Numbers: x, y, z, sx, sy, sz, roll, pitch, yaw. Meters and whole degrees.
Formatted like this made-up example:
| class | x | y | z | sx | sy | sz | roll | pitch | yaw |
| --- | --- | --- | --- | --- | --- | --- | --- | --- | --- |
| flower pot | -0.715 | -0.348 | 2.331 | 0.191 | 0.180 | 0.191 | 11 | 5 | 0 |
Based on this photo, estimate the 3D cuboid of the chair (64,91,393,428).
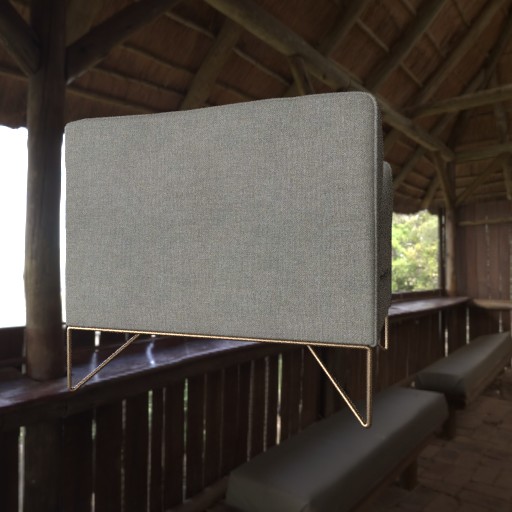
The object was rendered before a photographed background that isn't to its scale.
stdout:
| class | x | y | z | sx | sy | sz | roll | pitch | yaw |
| --- | --- | --- | --- | --- | --- | --- | --- | --- | --- |
| chair | 0.000 | 0.000 | 1.579 | 0.912 | 0.799 | 0.920 | 0 | 0 | 19 |
